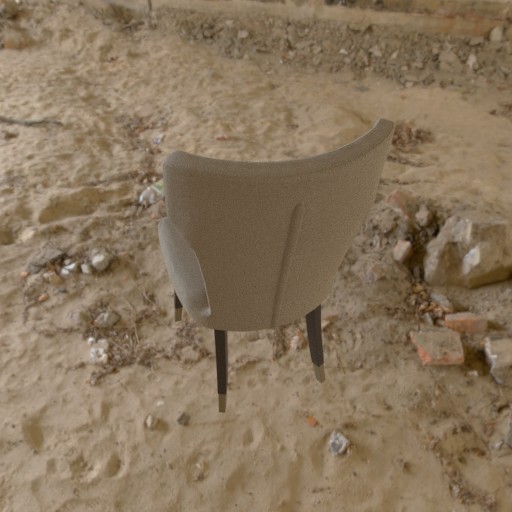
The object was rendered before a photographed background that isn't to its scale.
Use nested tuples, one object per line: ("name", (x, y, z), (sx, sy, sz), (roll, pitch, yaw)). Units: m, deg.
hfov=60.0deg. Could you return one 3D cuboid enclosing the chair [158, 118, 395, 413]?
("chair", (0.000, 0.000, 1.347), (0.526, 0.955, 0.630), (-12, 42, -14))
